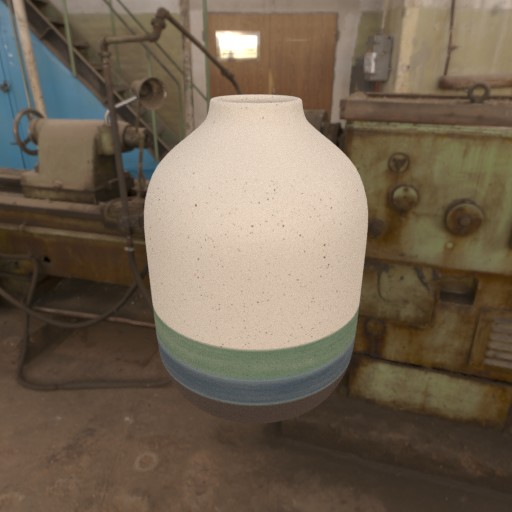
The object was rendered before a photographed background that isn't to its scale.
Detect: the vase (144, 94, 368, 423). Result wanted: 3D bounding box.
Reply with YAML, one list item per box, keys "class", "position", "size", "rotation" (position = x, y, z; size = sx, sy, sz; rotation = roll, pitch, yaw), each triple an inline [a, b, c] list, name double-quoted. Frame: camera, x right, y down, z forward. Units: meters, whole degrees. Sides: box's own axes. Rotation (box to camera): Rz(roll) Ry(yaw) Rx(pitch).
- class: "vase"
  position: [0.000, 0.000, 0.357]
  size: [0.169, 0.240, 0.169]
  rotation: [0, 25, 0]
